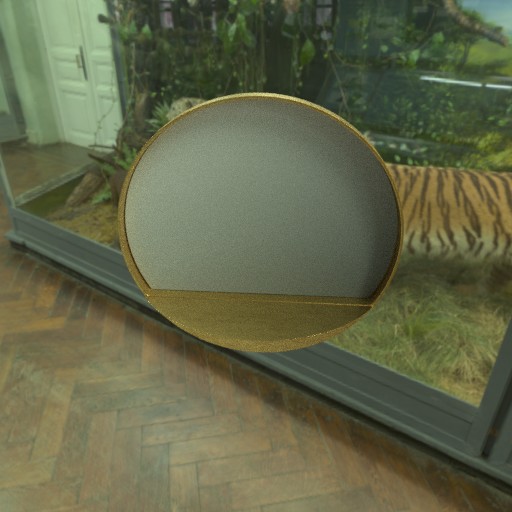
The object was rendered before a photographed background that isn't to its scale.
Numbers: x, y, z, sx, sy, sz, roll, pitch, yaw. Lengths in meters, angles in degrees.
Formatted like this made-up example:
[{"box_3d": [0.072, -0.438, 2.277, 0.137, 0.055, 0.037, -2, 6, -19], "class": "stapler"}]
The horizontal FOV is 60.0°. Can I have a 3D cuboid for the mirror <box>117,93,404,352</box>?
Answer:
[{"box_3d": [0.000, 0.000, 0.682, 0.457, 0.457, 0.133, 2, 30, 4], "class": "mirror"}]
